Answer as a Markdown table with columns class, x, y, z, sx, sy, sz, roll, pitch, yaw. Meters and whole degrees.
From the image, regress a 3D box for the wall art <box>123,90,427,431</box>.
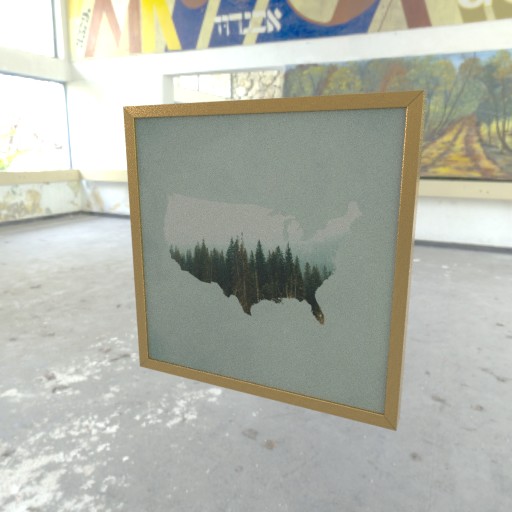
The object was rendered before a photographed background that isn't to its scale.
| class | x | y | z | sx | sy | sz | roll | pitch | yaw |
| --- | --- | --- | --- | --- | --- | --- | --- | --- | --- |
| wall art | 0.000 | 0.000 | 0.765 | 0.509 | 0.509 | 0.040 | 6 | 15 | 25 |
